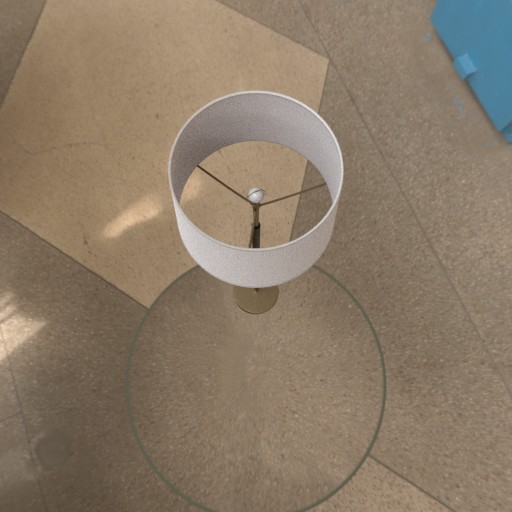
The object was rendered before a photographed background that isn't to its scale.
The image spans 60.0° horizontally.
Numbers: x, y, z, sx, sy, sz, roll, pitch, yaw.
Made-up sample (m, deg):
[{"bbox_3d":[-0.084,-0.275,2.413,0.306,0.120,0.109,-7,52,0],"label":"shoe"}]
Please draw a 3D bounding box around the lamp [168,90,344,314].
[{"bbox_3d":[0.000,0.000,1.631,0.420,1.447,0.420,0,75,0],"label":"lamp"}]
